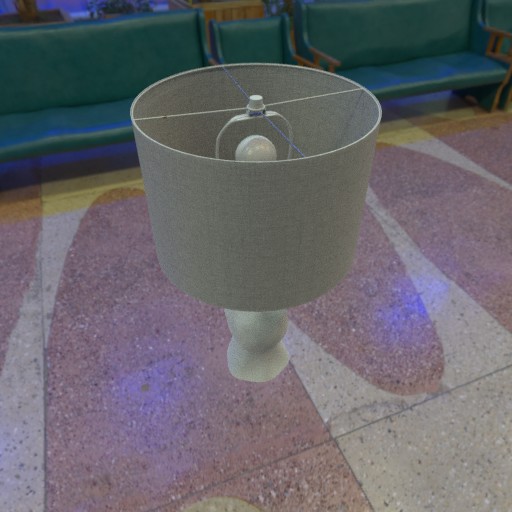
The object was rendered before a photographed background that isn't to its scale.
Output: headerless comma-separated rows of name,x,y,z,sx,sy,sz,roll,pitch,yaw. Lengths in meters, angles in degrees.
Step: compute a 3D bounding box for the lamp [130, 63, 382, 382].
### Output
lamp,0.000,0.000,0.698,0.298,0.503,0.298,-13,42,-15
